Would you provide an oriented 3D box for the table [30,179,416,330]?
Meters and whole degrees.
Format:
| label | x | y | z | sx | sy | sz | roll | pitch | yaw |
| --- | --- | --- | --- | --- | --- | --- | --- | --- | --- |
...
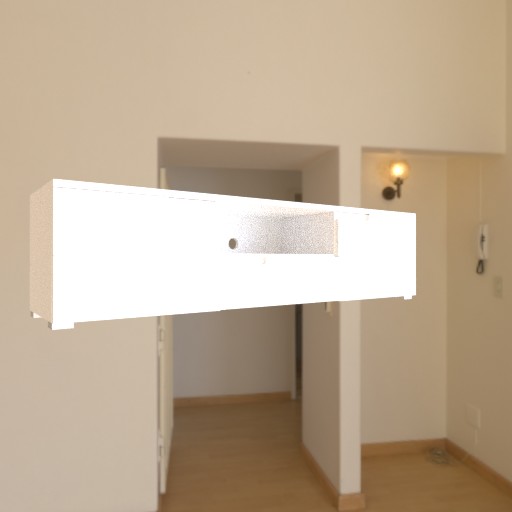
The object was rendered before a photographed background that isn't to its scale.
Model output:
| label | x | y | z | sx | sy | sz | roll | pitch | yaw |
| --- | --- | --- | --- | --- | --- | --- | --- | --- | --- |
| table | 0.000 | 0.000 | 1.858 | 1.650 | 0.420 | 0.390 | 0 | 0 | -35 |
